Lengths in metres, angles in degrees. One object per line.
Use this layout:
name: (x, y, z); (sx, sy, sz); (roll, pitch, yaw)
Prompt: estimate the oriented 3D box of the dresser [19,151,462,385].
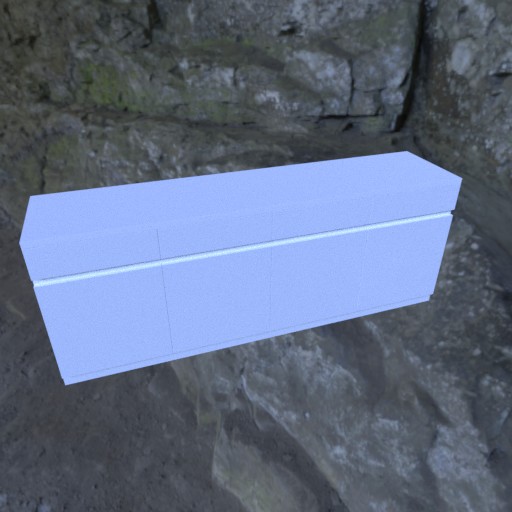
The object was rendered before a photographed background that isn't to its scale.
dresser: (0.000, 0.000, 2.522); (2.200, 0.840, 0.500); (-10, 32, -16)
